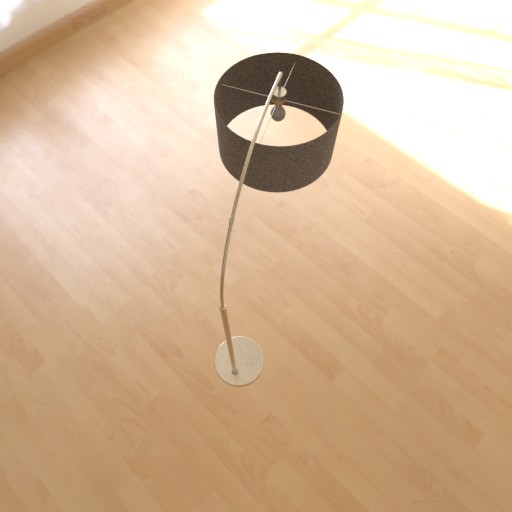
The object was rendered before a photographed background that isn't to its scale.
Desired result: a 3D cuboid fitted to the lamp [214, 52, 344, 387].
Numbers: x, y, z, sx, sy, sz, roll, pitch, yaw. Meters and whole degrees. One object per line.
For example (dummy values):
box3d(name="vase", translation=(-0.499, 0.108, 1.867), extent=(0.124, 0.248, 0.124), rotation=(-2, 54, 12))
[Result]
box3d(name="lamp", translation=(0.000, 0.000, 2.125), extent=(0.452, 1.735, 0.934), rotation=(17, 64, 9))
